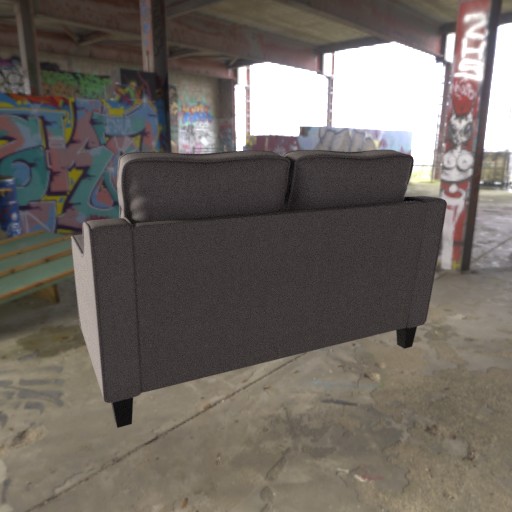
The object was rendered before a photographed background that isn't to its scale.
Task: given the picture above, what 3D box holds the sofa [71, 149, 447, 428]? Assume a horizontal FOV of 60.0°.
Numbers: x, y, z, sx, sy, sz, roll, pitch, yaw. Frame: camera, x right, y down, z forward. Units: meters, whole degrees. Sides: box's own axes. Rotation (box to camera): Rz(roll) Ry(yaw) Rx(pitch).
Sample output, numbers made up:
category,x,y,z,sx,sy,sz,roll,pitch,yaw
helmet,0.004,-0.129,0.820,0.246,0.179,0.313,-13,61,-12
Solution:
category,x,y,z,sx,sy,sz,roll,pitch,yaw
sofa,0.000,0.000,2.026,1.500,0.948,0.791,-7,16,-26
